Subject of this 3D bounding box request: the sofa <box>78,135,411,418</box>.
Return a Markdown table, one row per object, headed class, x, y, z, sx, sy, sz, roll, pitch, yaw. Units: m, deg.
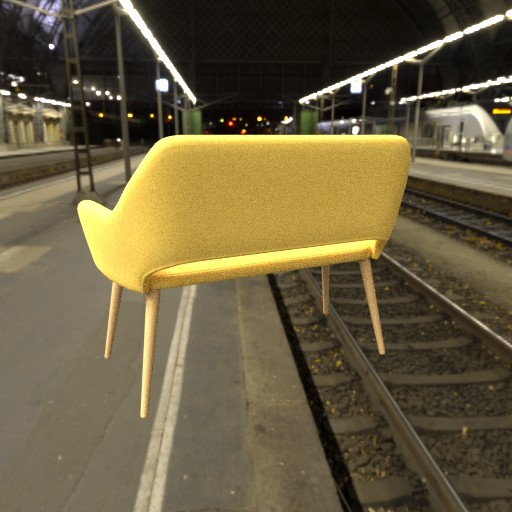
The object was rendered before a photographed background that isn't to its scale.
| class | x | y | z | sx | sy | sz | roll | pitch | yaw |
| --- | --- | --- | --- | --- | --- | --- | --- | --- | --- |
| sofa | 0.000 | 0.000 | 1.596 | 1.150 | 0.840 | 0.610 | -7 | 17 | -25 |
